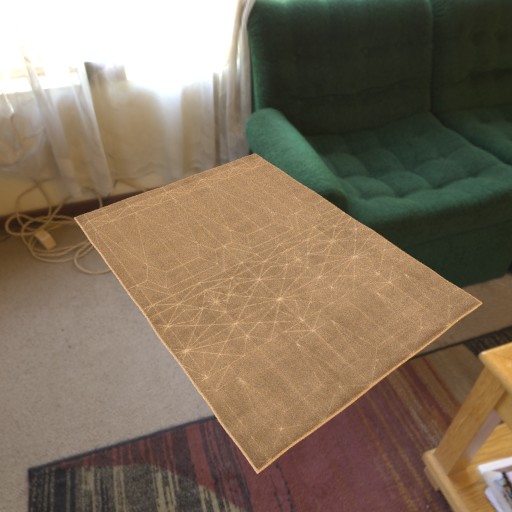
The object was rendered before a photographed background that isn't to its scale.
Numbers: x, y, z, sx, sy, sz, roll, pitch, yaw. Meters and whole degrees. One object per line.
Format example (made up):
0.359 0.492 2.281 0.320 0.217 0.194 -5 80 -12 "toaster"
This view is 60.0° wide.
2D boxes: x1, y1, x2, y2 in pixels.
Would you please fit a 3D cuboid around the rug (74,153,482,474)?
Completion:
0.000 0.000 4.332 2.449 0.019 3.357 -26 47 -26 "rug"
